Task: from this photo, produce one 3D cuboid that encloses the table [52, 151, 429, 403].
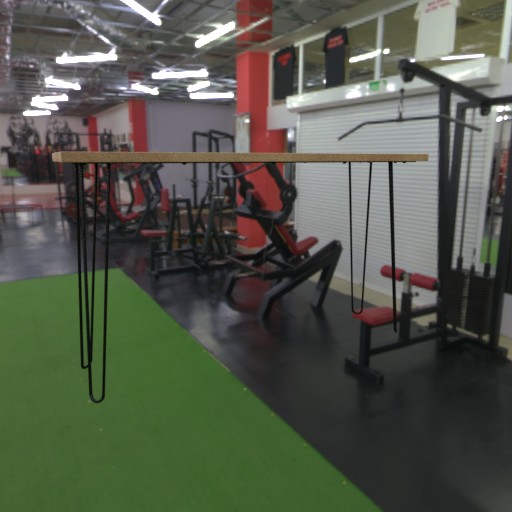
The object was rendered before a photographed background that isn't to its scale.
[{"bbox_3d":[0.000,0.000,1.775,1.400,0.799,0.399,-6,14,-27],"label":"table"}]
